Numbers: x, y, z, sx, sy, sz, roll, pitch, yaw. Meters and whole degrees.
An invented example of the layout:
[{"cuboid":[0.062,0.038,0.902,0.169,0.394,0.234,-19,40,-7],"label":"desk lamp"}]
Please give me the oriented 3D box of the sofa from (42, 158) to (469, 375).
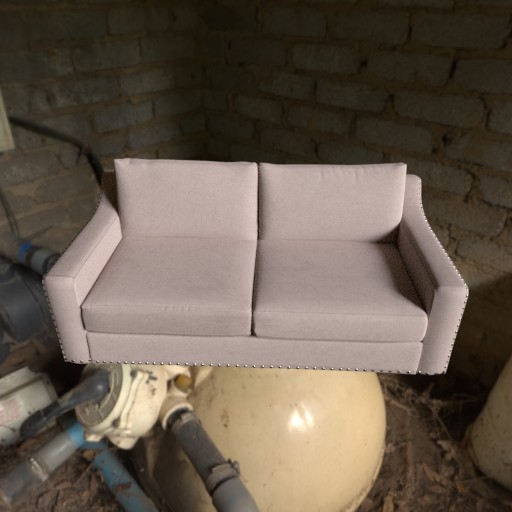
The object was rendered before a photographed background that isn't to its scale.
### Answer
[{"cuboid":[0.000,0.000,2.488,1.967,0.901,1.030,1,31,2],"label":"sofa"}]
